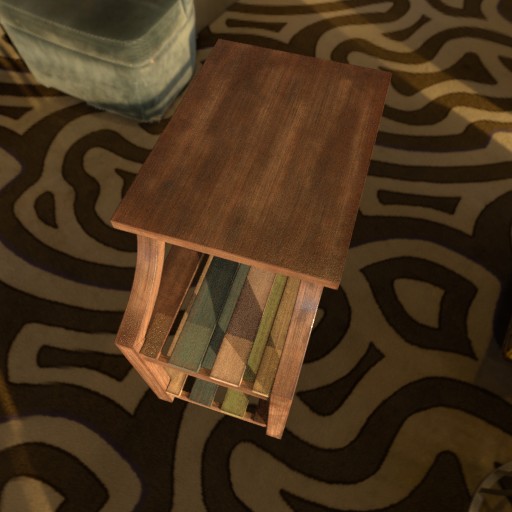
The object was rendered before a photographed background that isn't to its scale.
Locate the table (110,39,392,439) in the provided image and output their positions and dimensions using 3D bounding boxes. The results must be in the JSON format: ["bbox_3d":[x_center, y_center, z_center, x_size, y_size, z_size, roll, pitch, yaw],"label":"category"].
[{"bbox_3d":[0.000,0.000,0.980,0.356,0.584,0.609,15,60,9],"label":"table"}]
